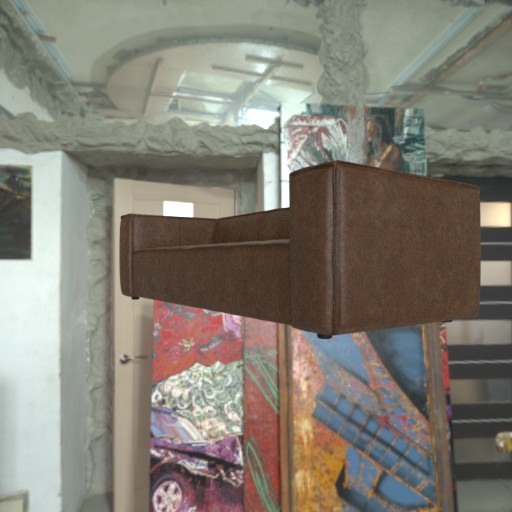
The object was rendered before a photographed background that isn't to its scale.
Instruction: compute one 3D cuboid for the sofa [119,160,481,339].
[{"bbox_3d":[0.000,0.000,2.983,1.102,0.701,2.581,0,-1,-35],"label":"sofa"}]
